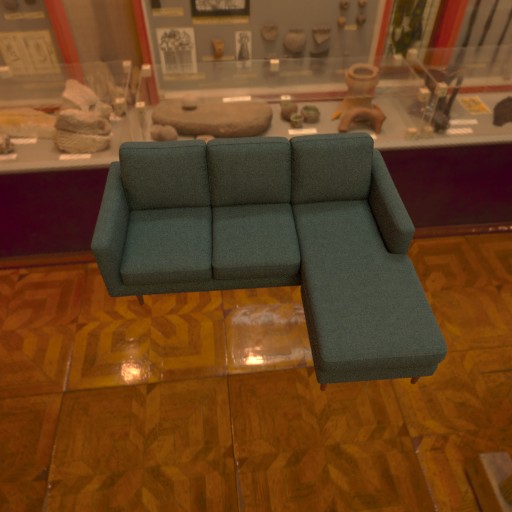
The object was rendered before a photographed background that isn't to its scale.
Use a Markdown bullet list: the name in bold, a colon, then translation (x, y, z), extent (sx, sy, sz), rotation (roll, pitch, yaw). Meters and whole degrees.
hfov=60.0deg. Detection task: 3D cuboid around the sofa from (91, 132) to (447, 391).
- **sofa**: translation (0.000, 0.000, 2.972), extent (2.055, 0.957, 1.667), rotation (-3, 48, -3)
